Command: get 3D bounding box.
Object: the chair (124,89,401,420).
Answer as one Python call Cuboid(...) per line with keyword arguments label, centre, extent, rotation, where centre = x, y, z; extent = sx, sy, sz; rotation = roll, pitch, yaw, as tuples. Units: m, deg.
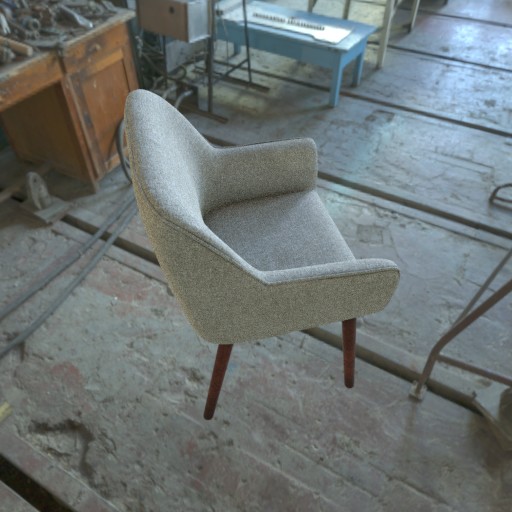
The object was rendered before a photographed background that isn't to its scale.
Cuboid(label="chair", centre=(0.000, 0.000, 1.180), extent=(0.519, 0.803, 0.543), rotation=(-12, 48, -11))
